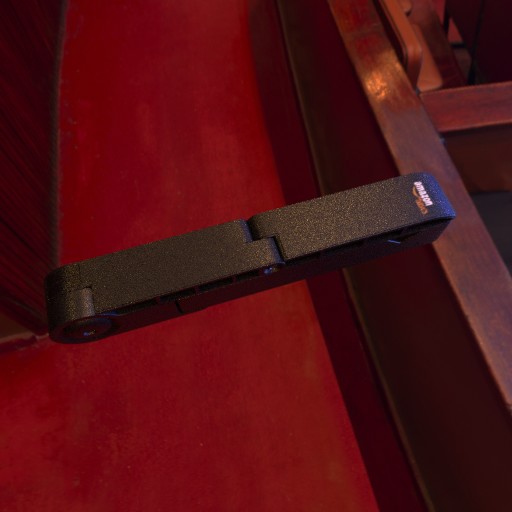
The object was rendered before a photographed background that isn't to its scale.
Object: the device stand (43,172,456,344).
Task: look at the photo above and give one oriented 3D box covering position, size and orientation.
[{"bbox_3d":[0.000,0.000,0.194,0.179,0.030,0.026,-15,65,-7],"label":"device stand"}]
